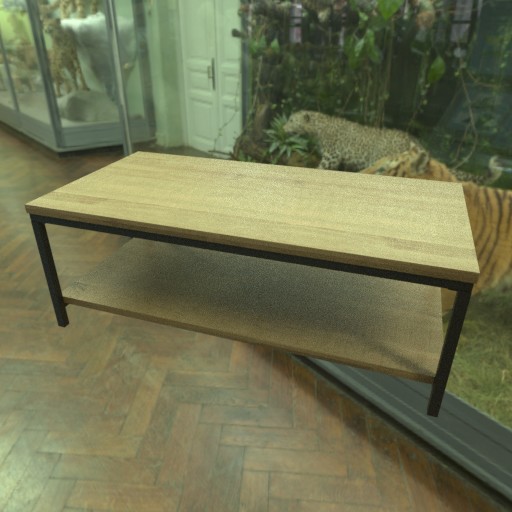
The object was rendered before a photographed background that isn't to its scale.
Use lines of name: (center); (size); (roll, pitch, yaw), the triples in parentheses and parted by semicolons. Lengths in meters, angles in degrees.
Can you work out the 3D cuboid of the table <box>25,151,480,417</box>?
table: (0.000, 0.000, 1.333); (1.100, 0.399, 0.551); (9, 30, 16)
